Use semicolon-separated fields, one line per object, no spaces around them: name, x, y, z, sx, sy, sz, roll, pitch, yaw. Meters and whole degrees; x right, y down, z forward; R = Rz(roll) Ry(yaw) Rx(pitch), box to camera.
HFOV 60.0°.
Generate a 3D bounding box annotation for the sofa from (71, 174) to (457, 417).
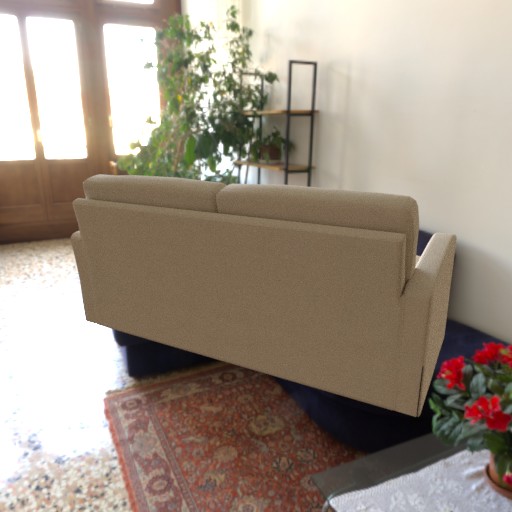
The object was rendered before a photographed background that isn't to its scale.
sofa;0.000;0.000;2.279;1.808;0.831;0.894;9;19;27
